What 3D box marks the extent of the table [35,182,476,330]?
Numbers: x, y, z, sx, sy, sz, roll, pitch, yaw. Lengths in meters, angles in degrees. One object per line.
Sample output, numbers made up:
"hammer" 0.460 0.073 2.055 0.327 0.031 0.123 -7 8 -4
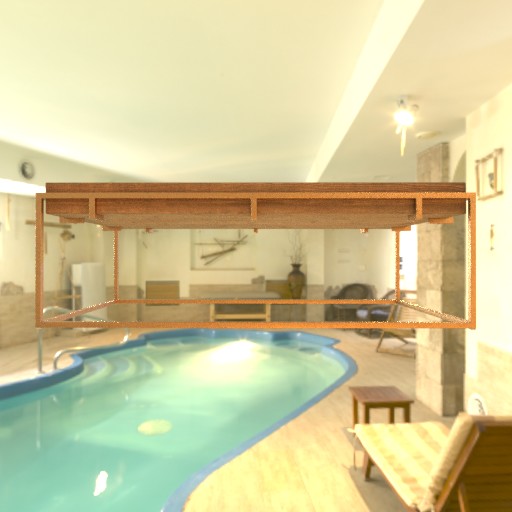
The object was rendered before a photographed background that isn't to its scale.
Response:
"table" 0.000 0.000 1.780 1.387 0.468 0.775 0 0 0
